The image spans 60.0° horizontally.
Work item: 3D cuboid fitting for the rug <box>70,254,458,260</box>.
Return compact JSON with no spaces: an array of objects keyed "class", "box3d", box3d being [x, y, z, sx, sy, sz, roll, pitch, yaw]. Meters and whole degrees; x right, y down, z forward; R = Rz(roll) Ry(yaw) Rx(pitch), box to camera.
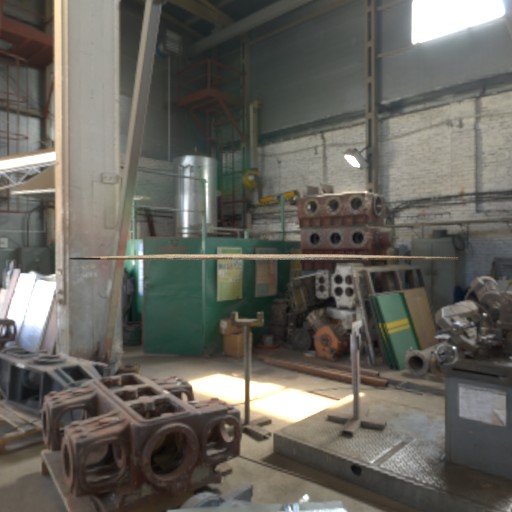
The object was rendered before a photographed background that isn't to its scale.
[{"class":"rug","box3d":[0.000,0.000,2.297,1.216,0.006,1.828,0,1,-2]}]
